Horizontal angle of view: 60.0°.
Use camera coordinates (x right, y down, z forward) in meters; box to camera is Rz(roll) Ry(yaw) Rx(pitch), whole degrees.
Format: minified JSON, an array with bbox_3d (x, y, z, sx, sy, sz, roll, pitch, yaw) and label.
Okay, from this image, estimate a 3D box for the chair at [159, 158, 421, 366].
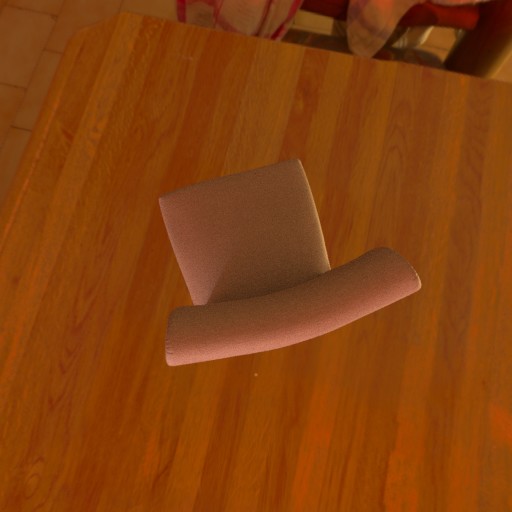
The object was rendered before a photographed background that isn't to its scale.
[{"bbox_3d":[0.000,0.000,1.362,0.513,0.988,0.608,-16,76,-4],"label":"chair"}]
